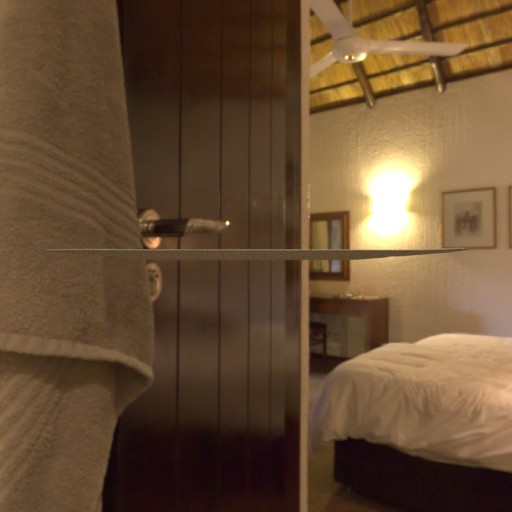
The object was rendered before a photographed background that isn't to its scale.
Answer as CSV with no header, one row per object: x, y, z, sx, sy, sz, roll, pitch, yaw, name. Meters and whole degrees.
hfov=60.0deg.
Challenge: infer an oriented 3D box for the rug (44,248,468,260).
0.000,0.000,3.904,2.343,0.026,2.925,0,-2,0,rug
